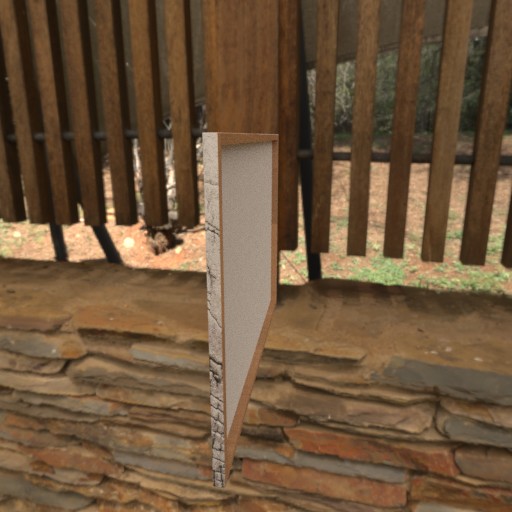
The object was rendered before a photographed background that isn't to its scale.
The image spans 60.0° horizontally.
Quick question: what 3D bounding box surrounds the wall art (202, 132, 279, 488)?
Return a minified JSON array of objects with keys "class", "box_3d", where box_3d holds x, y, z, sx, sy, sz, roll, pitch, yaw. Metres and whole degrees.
[{"class":"wall art","box_3d":[0.000,0.000,1.144,0.023,0.607,0.914,2,15,8]}]
